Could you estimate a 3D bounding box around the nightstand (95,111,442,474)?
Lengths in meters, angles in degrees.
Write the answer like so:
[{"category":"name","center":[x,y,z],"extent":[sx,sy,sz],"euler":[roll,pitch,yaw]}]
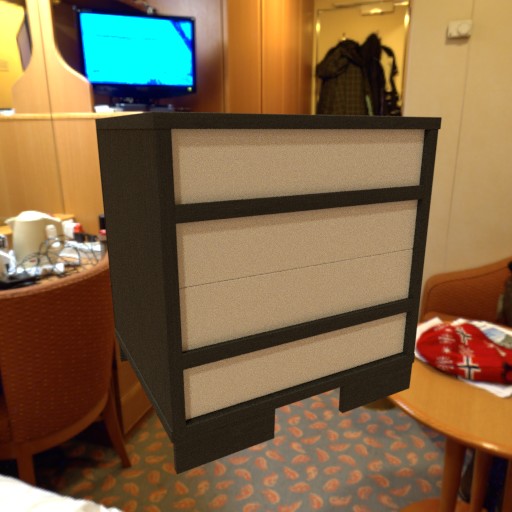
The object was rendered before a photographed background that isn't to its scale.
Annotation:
[{"category":"nightstand","center":[0.000,0.000,0.754],"extent":[0.427,0.448,0.347],"euler":[-8,18,-27]}]
